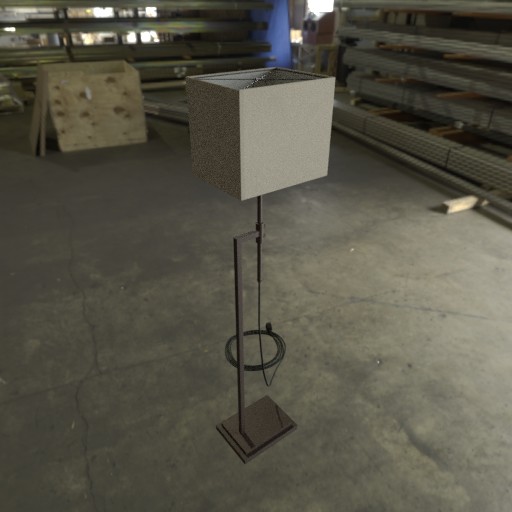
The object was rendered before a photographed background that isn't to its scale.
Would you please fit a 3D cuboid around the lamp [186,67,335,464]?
[{"bbox_3d":[0.000,0.000,1.997,0.698,1.600,0.774,-21,36,-31],"label":"lamp"}]
